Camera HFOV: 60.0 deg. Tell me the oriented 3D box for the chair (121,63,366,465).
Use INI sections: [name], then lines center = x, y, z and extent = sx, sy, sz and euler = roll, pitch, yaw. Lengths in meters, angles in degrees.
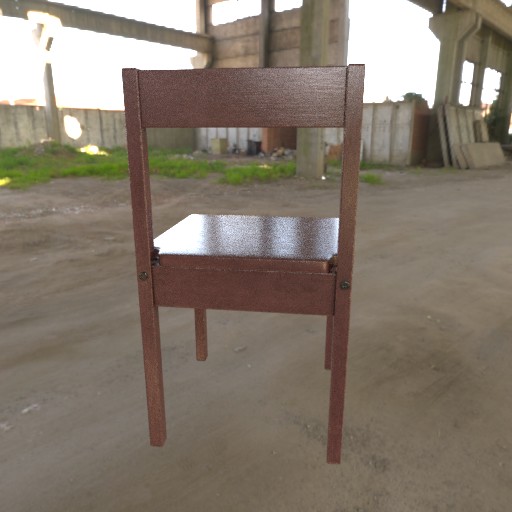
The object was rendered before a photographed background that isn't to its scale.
[chair]
center = 0.000, 0.000, 0.894
extent = 0.367, 0.668, 0.361
euler = 2, 16, 8
